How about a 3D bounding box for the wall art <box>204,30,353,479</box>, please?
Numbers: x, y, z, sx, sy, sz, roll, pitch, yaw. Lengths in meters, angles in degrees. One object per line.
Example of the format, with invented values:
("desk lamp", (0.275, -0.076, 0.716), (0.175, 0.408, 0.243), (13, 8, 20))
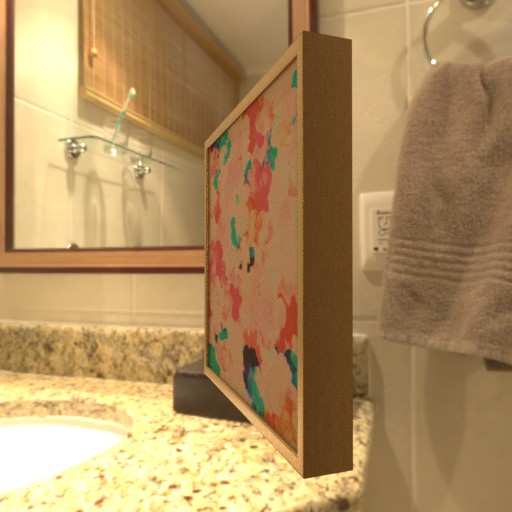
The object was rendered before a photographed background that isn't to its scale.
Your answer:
("wall art", (0.000, 0.000, 0.451), (0.038, 0.305, 0.304), (0, -1, -19))
